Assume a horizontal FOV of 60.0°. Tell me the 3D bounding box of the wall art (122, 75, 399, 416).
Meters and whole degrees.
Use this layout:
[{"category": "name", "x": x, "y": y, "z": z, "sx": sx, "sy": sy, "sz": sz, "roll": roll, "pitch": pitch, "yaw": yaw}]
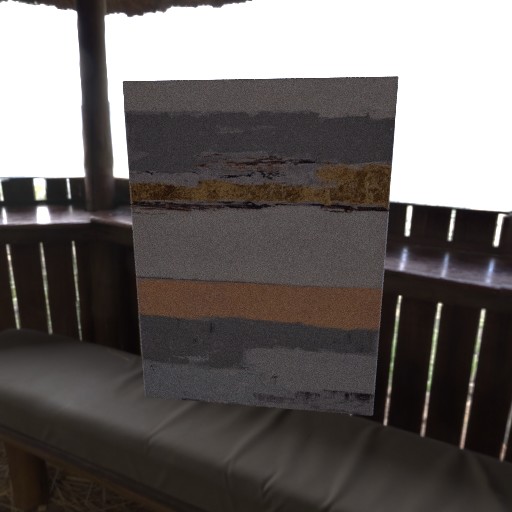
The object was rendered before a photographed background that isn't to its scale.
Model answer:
[{"category": "wall art", "x": 0.000, "y": 0.000, "z": 0.817, "sx": 0.456, "sy": 0.609, "sz": 0.038, "roll": 2, "pitch": 15, "yaw": 8}]
